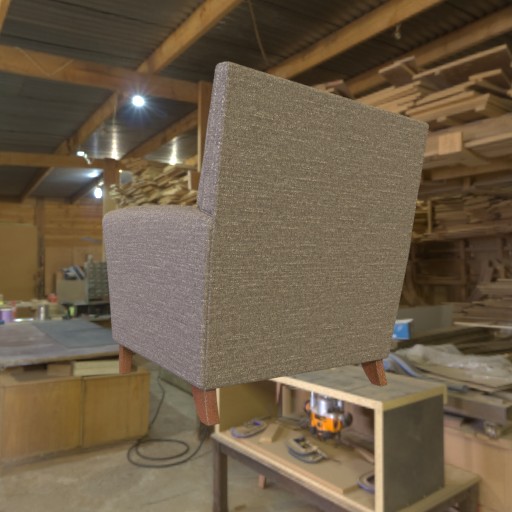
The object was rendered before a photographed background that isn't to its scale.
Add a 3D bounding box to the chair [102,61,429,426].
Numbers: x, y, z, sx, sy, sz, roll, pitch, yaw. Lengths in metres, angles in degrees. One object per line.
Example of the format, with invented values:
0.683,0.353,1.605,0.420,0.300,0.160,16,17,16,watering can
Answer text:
0.000,0.000,1.566,0.838,0.885,0.875,1,-2,-35,chair
